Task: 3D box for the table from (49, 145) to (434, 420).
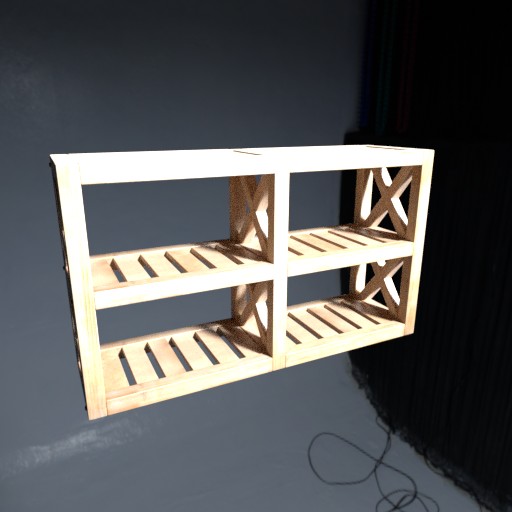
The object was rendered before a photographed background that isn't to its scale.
[{"bbox_3d":[0.000,0.000,1.664,1.320,0.762,0.381,-8,19,-25],"label":"table"}]
